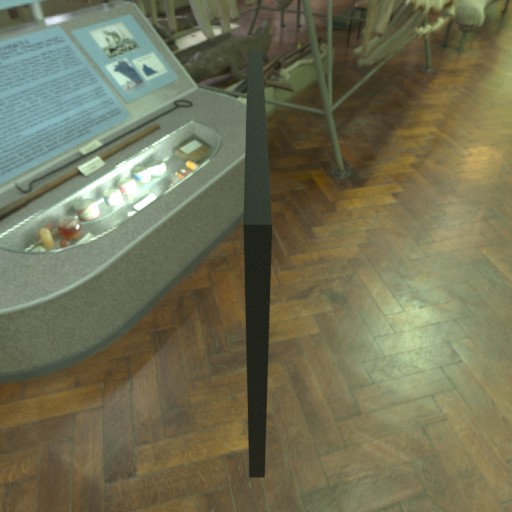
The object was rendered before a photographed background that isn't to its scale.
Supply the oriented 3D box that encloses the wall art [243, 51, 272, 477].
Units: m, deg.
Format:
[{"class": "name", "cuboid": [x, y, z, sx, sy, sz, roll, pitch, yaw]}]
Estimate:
[{"class": "wall art", "cuboid": [0.000, 0.000, 0.448, 0.015, 0.304, 0.306, 0, 41, 0]}]
